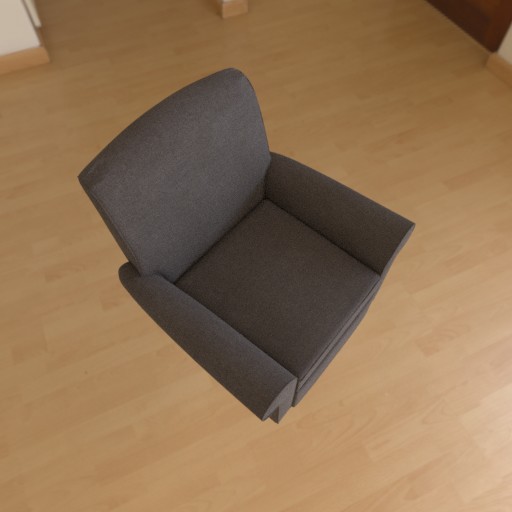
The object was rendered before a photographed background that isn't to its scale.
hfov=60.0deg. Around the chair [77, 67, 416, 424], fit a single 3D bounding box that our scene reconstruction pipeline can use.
[{"bbox_3d":[0.000,0.000,1.793,0.905,1.061,0.978,35,64,20],"label":"chair"}]
